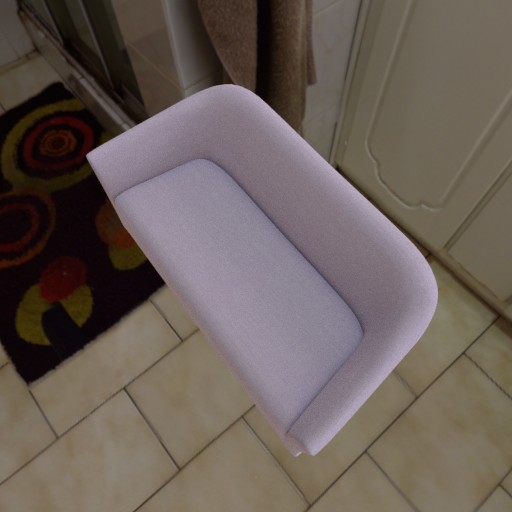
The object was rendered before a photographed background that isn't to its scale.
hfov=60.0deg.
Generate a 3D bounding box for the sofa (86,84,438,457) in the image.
[{"bbox_3d":[0.000,0.000,1.877,0.705,0.721,1.452,-34,68,-16],"label":"sofa"}]
